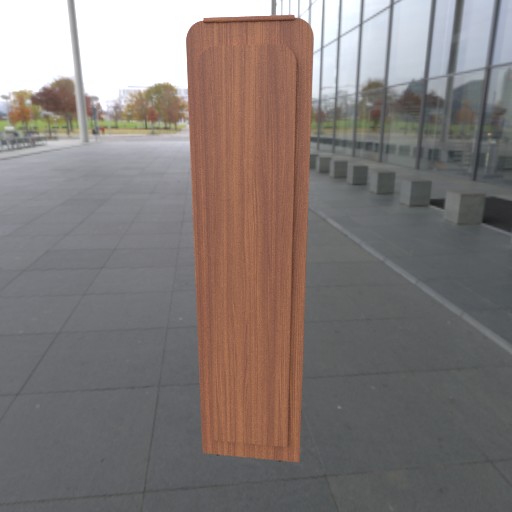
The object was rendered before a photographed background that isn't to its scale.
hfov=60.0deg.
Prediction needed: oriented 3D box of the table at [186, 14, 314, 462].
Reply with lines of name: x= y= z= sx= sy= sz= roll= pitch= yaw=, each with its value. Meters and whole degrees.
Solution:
table: x=0.000 y=0.000 z=1.964 sx=0.450 sy=1.830 sz=0.420 roll=2 pitch=17 yaw=7
